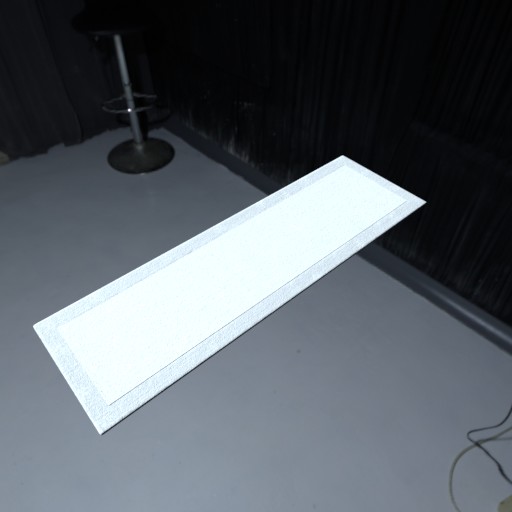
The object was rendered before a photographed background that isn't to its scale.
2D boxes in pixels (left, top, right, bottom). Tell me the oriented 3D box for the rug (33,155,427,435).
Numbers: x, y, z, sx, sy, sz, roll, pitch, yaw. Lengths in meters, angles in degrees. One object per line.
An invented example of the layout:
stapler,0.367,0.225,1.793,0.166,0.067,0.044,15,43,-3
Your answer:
rug,0.000,0.000,2.668,2.430,0.012,0.759,-32,54,-27
